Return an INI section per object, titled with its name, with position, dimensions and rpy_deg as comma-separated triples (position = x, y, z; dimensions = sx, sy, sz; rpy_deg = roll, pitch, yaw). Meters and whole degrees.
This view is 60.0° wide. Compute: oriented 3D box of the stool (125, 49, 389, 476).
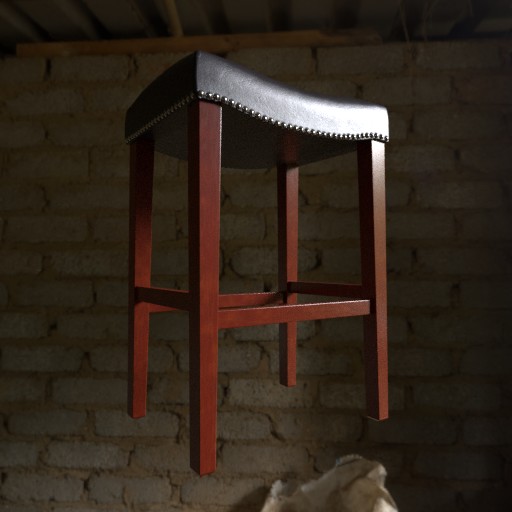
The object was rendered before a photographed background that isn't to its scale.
[stool]
position = 0.000, 0.000, 1.024
dimensions = 0.504, 0.742, 0.372
rpy_deg = 1, -1, -35
